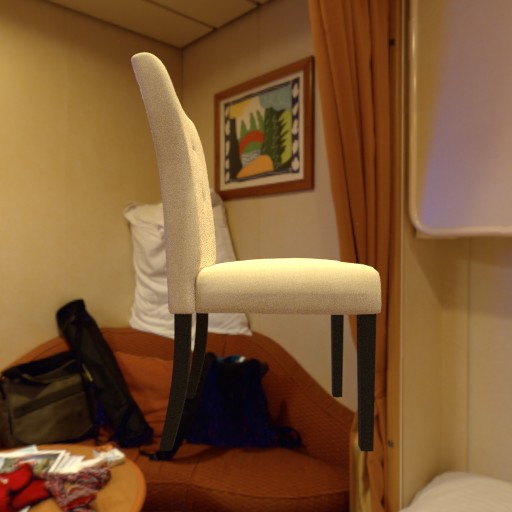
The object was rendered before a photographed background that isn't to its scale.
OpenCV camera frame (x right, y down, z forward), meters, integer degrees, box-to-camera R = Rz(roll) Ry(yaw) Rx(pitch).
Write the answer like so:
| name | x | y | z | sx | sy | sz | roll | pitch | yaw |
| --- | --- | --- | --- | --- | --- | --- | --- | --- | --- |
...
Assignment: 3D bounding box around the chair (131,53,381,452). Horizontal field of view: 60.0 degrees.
| name | x | y | z | sx | sy | sz | roll | pitch | yaw |
| --- | --- | --- | --- | --- | --- | --- | --- | --- | --- |
| chair | 0.000 | 0.000 | 1.243 | 0.597 | 0.921 | 0.509 | 0 | 1 | 0 |
